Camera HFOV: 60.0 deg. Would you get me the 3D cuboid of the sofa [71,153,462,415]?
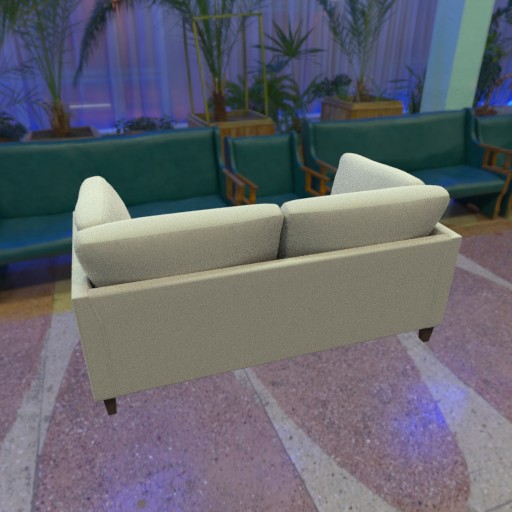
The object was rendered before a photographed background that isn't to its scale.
[{"bbox_3d":[0.000,0.000,2.339,1.776,0.836,0.970,-9,29,-16],"label":"sofa"}]
